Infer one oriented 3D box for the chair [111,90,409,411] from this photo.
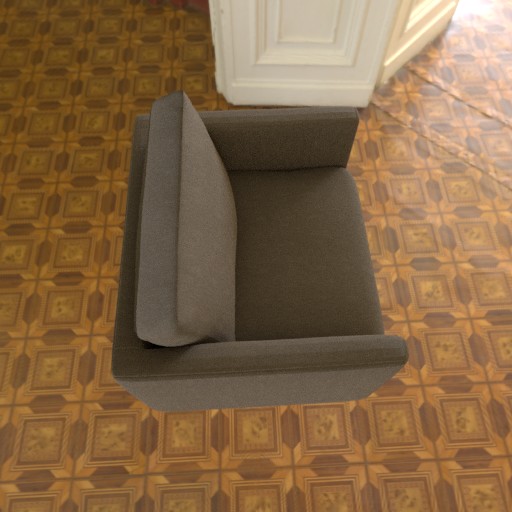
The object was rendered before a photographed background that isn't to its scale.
[{"bbox_3d":[0.000,0.000,1.824,0.959,0.963,1.107,-3,63,-1],"label":"chair"}]
